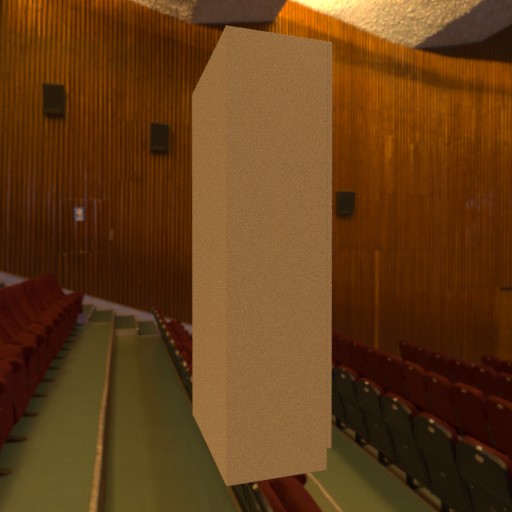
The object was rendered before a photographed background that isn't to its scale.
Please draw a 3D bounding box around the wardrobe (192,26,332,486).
[{"bbox_3d":[0.000,0.000,2.068,0.470,1.700,0.760,0,1,-18],"label":"wardrobe"}]
